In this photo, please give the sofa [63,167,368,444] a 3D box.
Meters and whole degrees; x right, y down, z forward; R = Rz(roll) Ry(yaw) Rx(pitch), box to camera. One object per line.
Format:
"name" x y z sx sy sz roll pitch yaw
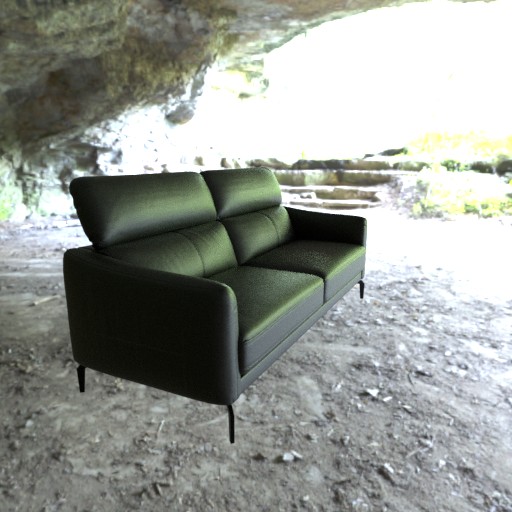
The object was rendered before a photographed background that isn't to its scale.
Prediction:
"sofa" 0.000 0.000 2.550 0.856 0.957 2.069 7 14 27
